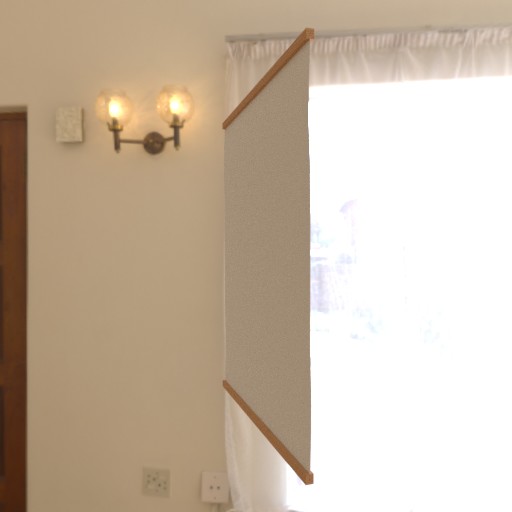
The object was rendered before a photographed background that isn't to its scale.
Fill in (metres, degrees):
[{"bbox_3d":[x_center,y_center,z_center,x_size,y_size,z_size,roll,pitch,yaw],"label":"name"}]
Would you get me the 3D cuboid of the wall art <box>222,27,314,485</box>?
[{"bbox_3d":[0.000,0.000,0.806,0.011,0.605,0.458,0,1,-18],"label":"wall art"}]
